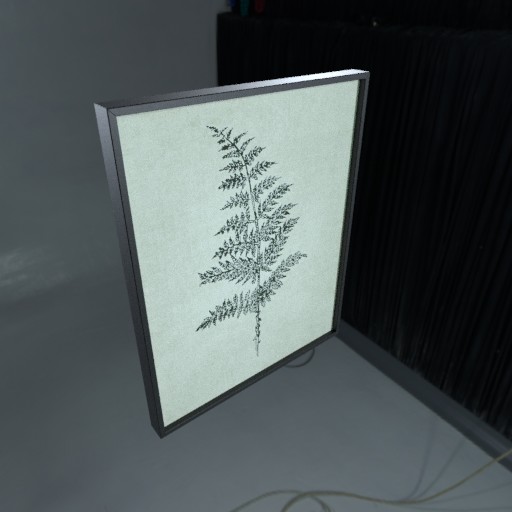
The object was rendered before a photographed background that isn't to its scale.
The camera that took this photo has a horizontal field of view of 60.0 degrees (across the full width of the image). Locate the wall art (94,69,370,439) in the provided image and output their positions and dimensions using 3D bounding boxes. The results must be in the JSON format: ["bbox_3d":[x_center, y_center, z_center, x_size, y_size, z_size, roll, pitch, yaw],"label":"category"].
[{"bbox_3d":[0.000,0.000,0.760,0.449,0.555,0.039,-22,37,-32],"label":"wall art"}]
